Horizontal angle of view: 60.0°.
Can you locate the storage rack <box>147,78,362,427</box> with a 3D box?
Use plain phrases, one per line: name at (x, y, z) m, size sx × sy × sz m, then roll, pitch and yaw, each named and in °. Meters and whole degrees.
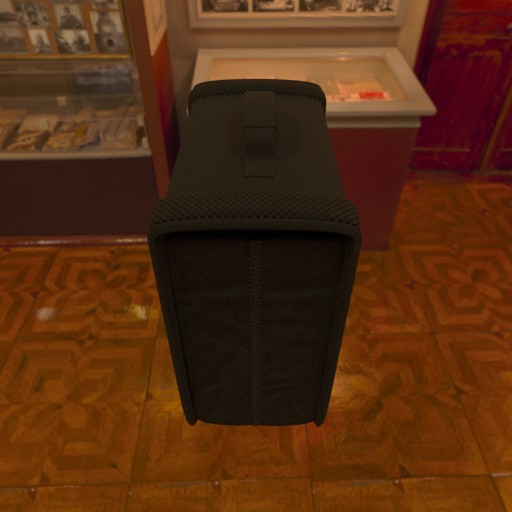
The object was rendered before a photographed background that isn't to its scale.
storage rack at (0.000, 0.000, 0.540) m, size 0.168 × 0.387 × 0.297 m, roll 0°, pitch 41°, yaw 0°
